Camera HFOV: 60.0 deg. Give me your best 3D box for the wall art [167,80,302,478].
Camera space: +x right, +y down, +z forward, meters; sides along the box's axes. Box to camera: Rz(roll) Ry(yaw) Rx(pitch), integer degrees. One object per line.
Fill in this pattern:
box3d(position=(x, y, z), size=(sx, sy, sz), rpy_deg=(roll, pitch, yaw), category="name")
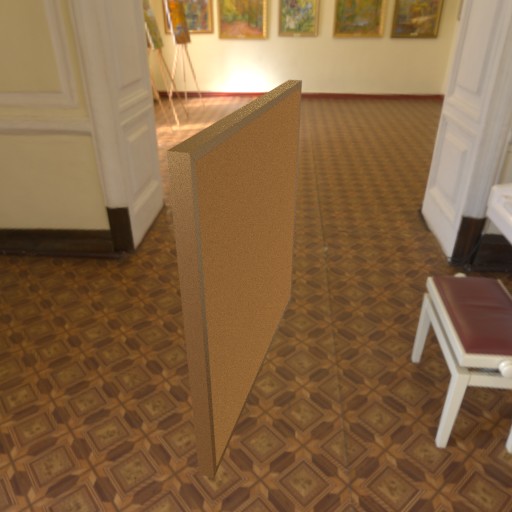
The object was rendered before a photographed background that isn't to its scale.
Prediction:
box3d(position=(0.000, 0.000, 1.156), size=(0.038, 0.762, 0.762), rpy_deg=(9, 31, 15), category="wall art")
